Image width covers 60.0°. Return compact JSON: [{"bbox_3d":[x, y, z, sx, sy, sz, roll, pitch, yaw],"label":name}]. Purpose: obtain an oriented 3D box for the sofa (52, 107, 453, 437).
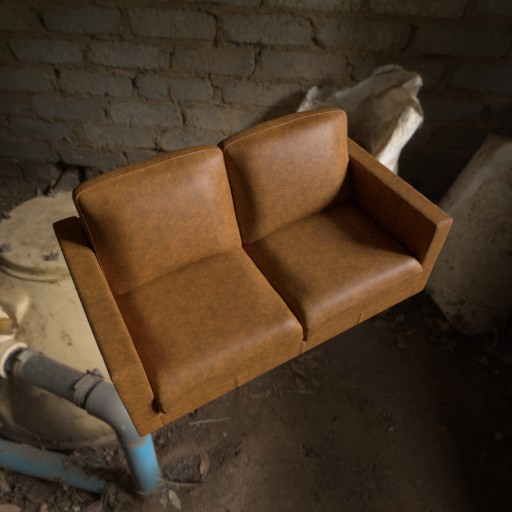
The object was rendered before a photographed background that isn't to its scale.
[{"bbox_3d":[0.000,0.000,2.119,1.578,0.951,0.909,-23,51,-20],"label":"sofa"}]
